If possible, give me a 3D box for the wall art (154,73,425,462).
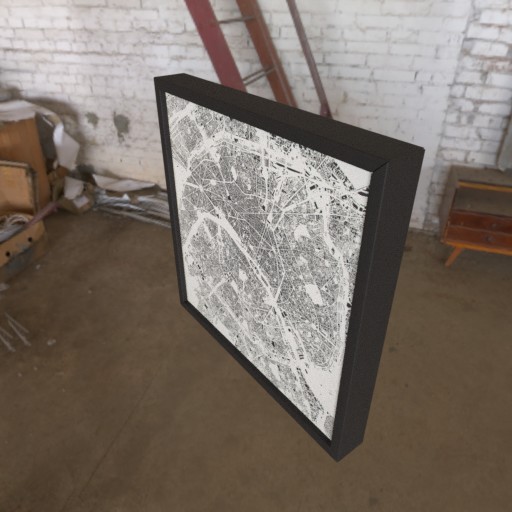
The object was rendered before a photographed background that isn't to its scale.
[{"bbox_3d":[0.000,0.000,0.455,0.037,0.305,0.305,-23,39,-31],"label":"wall art"}]
